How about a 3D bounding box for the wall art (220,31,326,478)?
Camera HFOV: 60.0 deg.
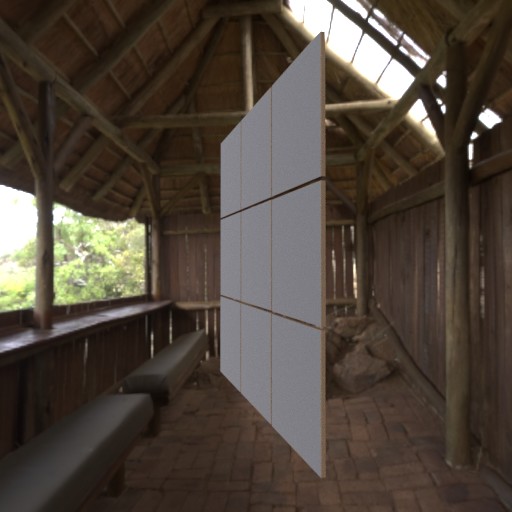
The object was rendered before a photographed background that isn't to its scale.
[{"bbox_3d":[0.000,0.000,2.237,0.017,1.521,1.527,0,-1,-17],"label":"wall art"}]
